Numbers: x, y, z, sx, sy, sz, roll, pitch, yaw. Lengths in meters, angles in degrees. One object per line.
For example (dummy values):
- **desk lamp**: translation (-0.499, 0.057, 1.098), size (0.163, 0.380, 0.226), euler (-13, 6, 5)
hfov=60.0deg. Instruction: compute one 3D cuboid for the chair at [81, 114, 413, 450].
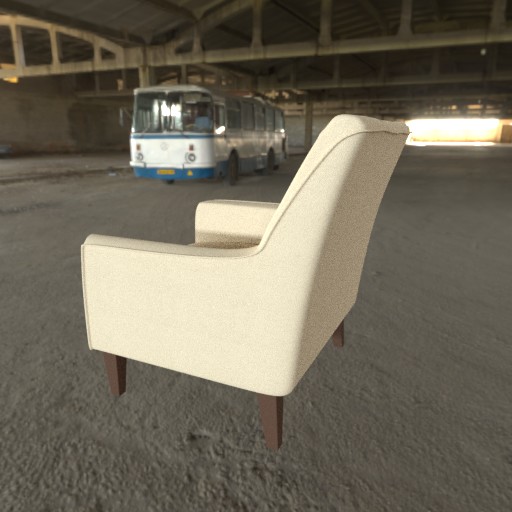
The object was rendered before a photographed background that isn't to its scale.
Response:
- **chair**: translation (0.000, 0.000, 1.571), size (0.899, 0.919, 0.780), euler (7, 17, 25)
